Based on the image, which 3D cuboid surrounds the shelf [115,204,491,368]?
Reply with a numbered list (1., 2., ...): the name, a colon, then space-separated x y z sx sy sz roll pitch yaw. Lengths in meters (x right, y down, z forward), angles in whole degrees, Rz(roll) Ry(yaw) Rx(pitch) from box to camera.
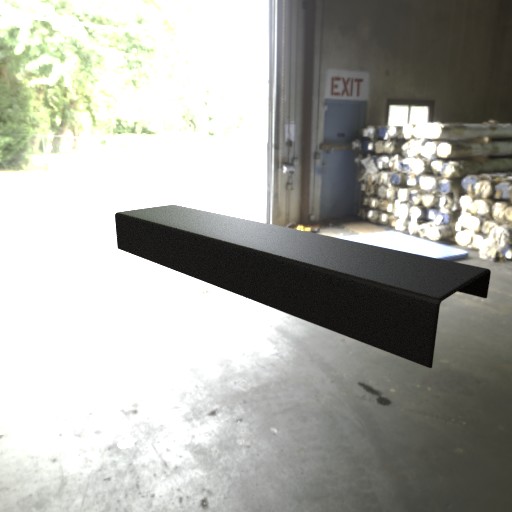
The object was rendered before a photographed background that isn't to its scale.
1. shelf: 0.000 0.000 0.497 0.102 0.053 0.456 -15 22 -42
